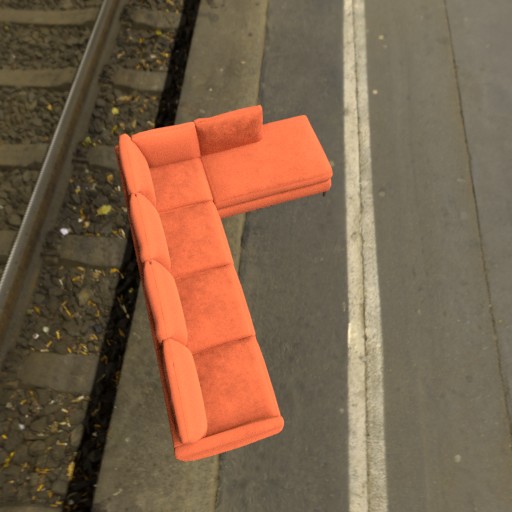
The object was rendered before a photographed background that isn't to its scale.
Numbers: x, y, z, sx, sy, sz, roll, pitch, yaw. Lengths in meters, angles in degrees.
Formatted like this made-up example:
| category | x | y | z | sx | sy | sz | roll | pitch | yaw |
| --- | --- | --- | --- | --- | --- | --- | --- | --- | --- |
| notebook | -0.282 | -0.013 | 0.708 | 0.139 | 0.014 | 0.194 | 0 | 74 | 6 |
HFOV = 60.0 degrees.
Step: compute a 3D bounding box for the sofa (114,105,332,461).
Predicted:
| category | x | y | z | sx | sy | sz | roll | pitch | yaw |
| --- | --- | --- | --- | --- | --- | --- | --- | --- | --- |
| sofa | 0.000 | 0.000 | 3.691 | 1.879 | 0.757 | 2.736 | -15 | 64 | -7 |
